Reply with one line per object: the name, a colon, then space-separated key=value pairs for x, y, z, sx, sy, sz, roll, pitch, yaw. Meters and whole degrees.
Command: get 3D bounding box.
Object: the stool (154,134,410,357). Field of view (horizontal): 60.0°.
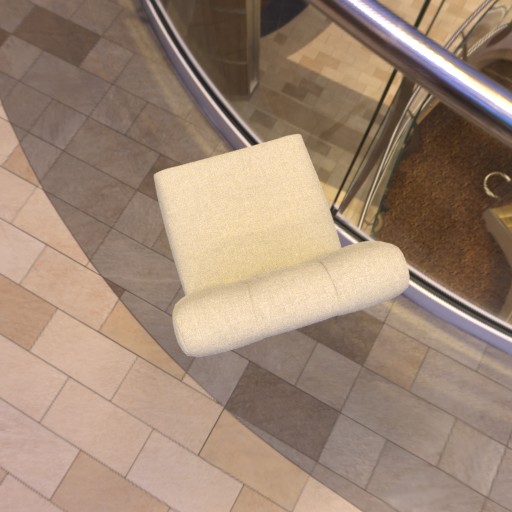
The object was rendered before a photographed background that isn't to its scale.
stool: x=0.000 y=0.000 z=1.434 sx=0.493 sy=1.140 sz=0.601 roll=-16 pitch=75 yaw=-4
